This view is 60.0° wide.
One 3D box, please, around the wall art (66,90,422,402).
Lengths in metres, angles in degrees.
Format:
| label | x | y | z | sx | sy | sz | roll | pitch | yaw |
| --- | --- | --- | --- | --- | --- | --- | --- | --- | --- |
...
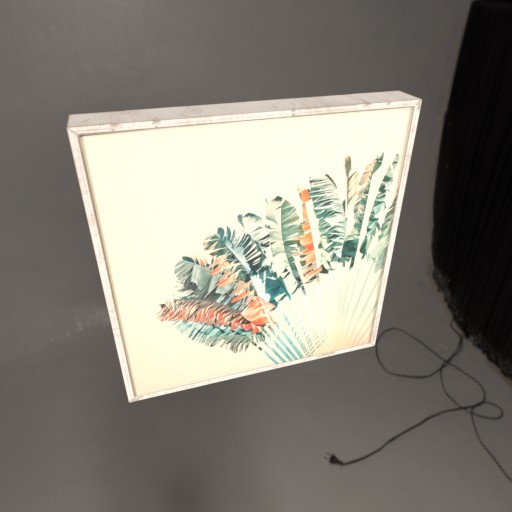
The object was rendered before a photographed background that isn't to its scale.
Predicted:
| label | x | y | z | sx | sy | sz | roll | pitch | yaw |
| --- | --- | --- | --- | --- | --- | --- | --- | --- | --- |
| wall art | 0.000 | 0.000 | 0.461 | 0.305 | 0.303 | 0.038 | -9 | 33 | -14 |
